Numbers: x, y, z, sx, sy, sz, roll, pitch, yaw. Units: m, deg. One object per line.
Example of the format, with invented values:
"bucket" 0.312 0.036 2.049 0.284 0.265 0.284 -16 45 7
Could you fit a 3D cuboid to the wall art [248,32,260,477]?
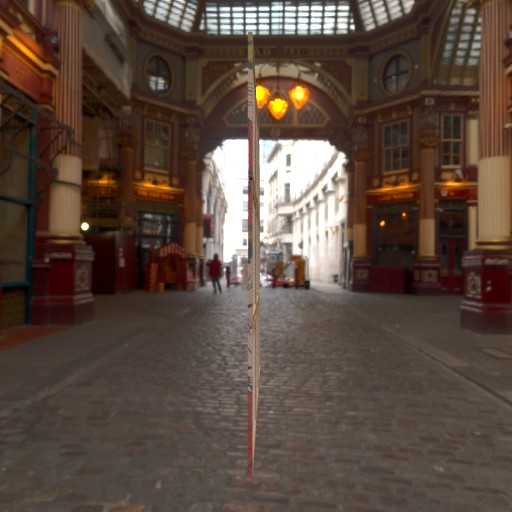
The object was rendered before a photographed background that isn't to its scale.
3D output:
"wall art" 0.000 0.000 1.813 0.013 1.218 1.206 0 -1 2
